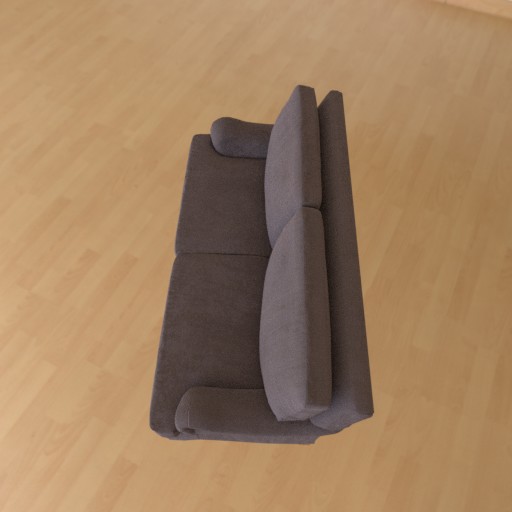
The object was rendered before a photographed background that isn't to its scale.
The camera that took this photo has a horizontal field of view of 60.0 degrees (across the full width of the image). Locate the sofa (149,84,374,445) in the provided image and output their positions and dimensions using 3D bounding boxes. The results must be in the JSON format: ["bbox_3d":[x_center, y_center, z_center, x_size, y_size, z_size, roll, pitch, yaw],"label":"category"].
[{"bbox_3d":[0.000,0.000,2.806,1.086,1.087,2.165,2,59,1],"label":"sofa"}]
